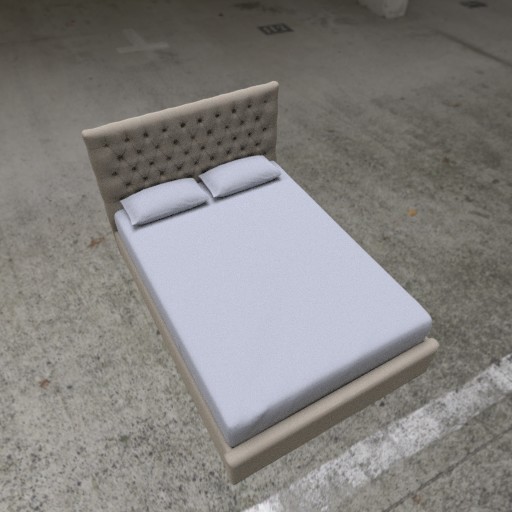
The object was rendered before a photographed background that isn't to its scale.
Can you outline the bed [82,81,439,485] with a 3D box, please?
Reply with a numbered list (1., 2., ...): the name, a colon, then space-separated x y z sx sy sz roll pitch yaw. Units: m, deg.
1. bed: 0.000 0.000 3.374 1.698 1.427 2.387 -22 51 -19
